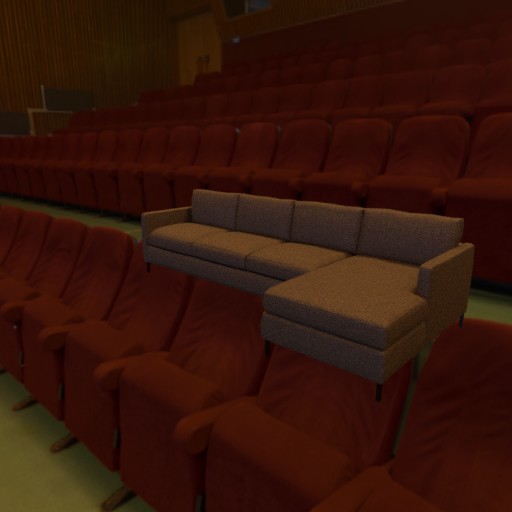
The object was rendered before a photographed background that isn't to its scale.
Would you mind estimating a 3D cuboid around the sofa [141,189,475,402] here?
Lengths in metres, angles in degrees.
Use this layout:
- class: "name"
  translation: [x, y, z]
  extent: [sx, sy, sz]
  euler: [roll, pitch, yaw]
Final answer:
- class: "sofa"
  translation: [0.000, 0.000, 3.901]
  extent: [3.221, 0.892, 1.483]
  euler: [13, 19, 41]
